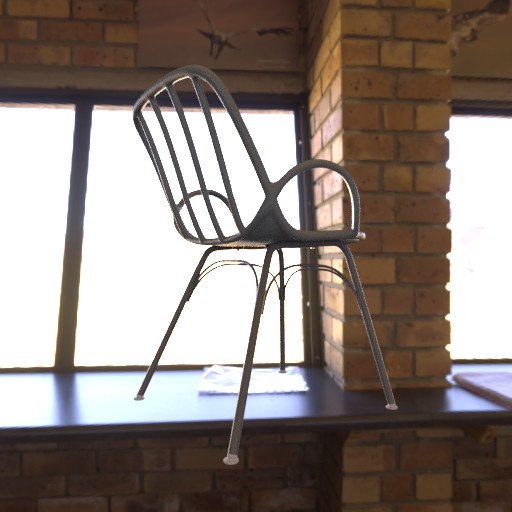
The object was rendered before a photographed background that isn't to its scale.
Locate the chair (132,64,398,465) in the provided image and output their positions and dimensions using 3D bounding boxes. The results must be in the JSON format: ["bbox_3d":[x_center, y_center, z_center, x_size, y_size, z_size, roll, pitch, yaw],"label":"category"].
[{"bbox_3d":[0.000,0.000,1.211,0.597,0.816,0.549,0,-1,-36],"label":"chair"}]
